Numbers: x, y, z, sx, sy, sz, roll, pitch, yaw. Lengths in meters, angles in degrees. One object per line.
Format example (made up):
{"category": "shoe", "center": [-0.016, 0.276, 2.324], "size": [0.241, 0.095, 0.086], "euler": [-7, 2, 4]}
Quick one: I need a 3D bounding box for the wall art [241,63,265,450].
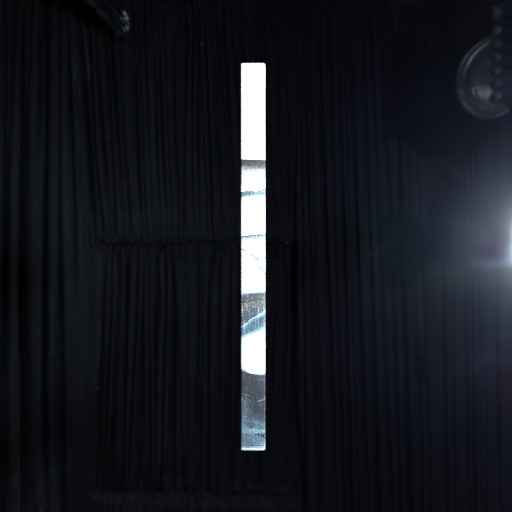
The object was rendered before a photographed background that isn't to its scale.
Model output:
{"category": "wall art", "center": [0.000, 0.000, 1.152], "size": [0.039, 0.609, 0.914], "euler": [0, 0, 1]}
